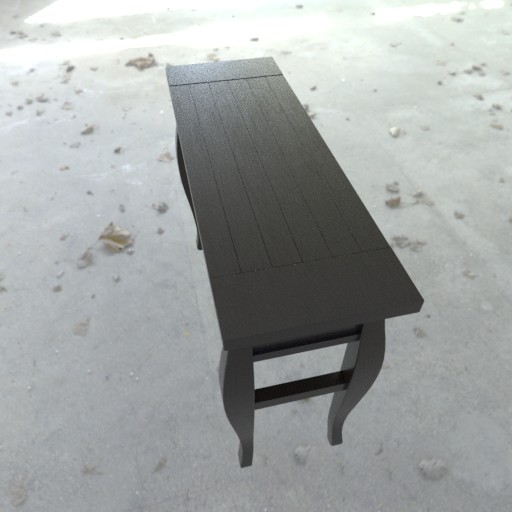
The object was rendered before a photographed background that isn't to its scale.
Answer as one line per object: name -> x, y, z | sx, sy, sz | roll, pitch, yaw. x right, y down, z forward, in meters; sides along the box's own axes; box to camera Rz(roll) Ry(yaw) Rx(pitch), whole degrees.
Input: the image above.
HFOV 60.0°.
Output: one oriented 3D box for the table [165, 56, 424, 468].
table -> 0.000, 0.000, 1.377 | 0.373, 0.768, 1.062 | -10, 47, -9
